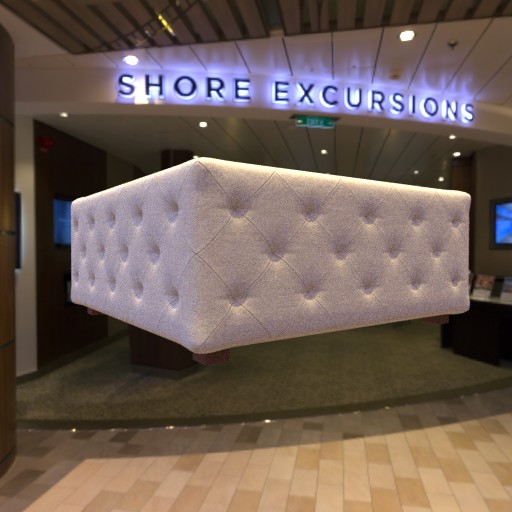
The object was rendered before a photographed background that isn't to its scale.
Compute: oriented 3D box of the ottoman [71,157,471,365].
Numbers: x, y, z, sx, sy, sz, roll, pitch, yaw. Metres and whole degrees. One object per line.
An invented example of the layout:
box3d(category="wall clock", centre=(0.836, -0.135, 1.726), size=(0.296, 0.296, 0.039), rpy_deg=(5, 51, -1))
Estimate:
box3d(category="ottoman", centre=(0.000, 0.000, 1.576), size=(1.028, 0.439, 1.028), rpy_deg=(-1, 1, -36))
